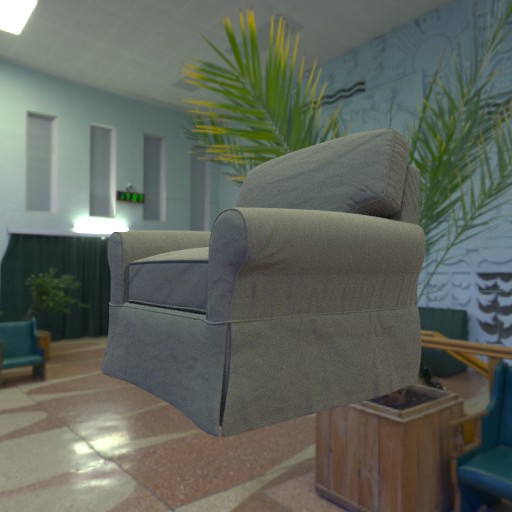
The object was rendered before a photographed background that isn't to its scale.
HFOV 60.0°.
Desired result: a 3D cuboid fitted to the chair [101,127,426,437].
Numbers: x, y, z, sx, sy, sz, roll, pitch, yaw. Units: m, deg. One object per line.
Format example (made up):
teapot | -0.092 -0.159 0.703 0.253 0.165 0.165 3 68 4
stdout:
chair | 0.000 0.000 1.863 0.988 1.017 1.135 1 -2 -37
